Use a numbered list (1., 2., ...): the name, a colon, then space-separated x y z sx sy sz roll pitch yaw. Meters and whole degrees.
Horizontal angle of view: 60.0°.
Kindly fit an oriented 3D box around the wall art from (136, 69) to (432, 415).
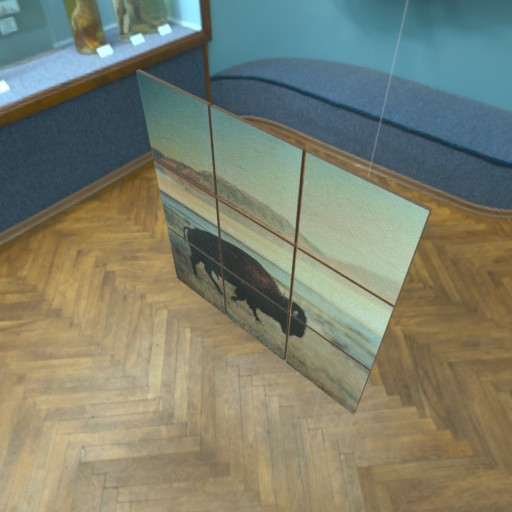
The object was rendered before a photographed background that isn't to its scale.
1. wall art: 0.000 0.000 1.383 0.906 0.904 0.018 33 55 28
